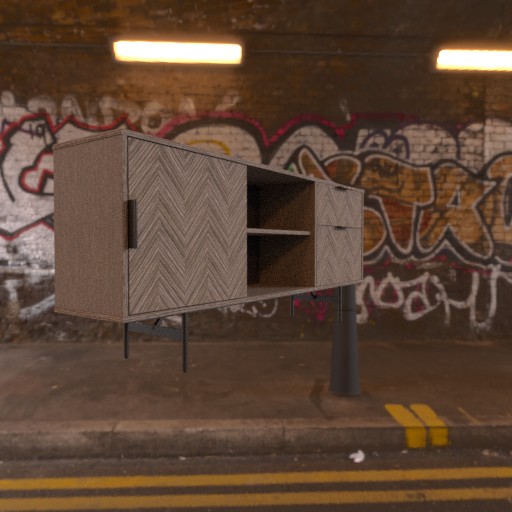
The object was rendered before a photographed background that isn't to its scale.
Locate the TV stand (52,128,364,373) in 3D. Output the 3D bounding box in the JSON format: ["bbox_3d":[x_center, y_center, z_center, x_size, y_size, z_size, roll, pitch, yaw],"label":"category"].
[{"bbox_3d":[0.000,0.000,2.130,0.405,0.787,1.804,1,2,36],"label":"TV stand"}]
